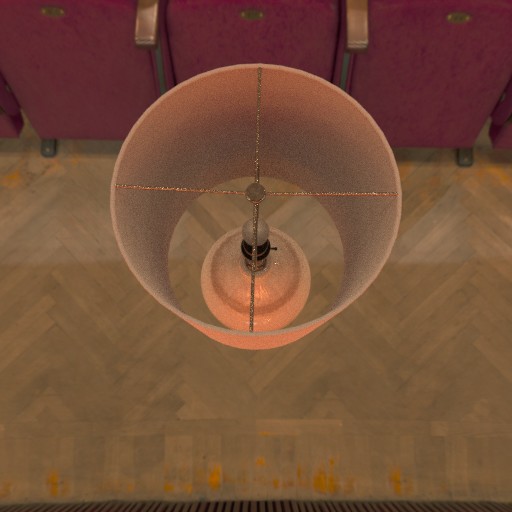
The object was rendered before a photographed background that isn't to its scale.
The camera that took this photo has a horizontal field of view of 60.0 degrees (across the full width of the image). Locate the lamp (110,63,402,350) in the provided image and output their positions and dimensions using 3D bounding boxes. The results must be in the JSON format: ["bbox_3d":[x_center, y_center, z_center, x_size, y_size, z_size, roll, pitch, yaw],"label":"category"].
[{"bbox_3d":[0.000,0.000,0.525,0.217,0.404,0.217,2,76,0],"label":"lamp"}]
